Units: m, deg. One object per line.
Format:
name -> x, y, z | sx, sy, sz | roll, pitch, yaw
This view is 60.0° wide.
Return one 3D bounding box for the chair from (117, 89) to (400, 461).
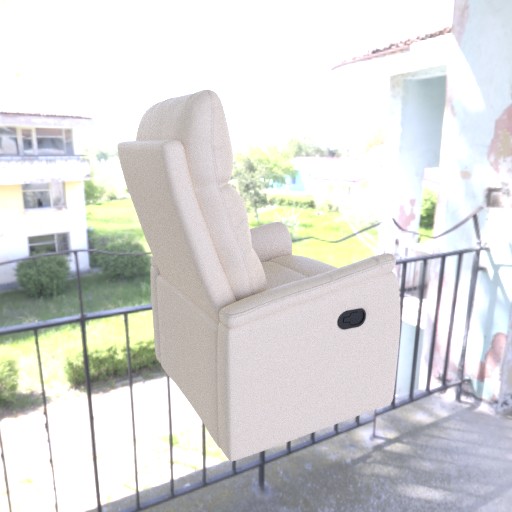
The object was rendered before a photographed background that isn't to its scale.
chair -> 0.000, 0.000, 1.628 | 0.831, 1.082, 0.775 | -8, 16, -28
